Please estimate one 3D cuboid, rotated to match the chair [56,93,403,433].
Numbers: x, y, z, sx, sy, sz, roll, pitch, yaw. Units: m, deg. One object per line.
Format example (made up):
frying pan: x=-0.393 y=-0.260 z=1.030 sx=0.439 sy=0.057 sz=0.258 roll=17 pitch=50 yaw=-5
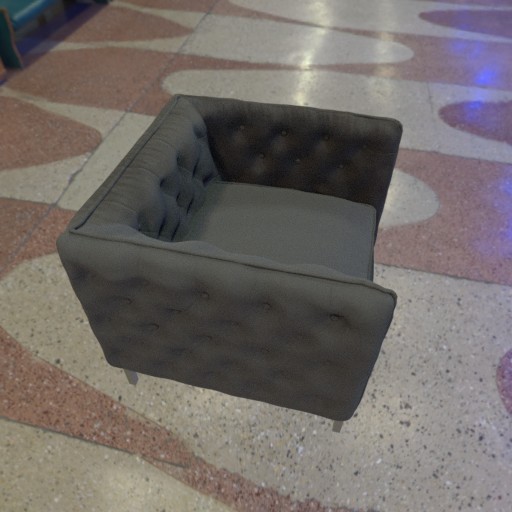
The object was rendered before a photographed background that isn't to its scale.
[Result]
chair: x=0.000 y=0.000 z=1.658 sx=0.913 sy=0.807 sz=0.946 roll=10 pitch=47 yaw=10
